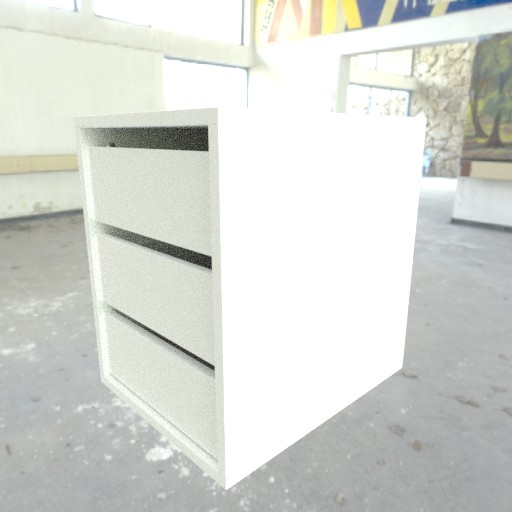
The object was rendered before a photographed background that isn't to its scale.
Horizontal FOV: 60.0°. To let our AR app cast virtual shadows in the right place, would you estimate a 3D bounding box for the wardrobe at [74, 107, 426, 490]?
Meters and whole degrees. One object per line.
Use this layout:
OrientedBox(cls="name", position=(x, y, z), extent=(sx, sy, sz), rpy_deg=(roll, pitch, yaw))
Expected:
OrientedBox(cls="wardrobe", position=(0.000, 0.000, 0.869), extent=(0.500, 0.520, 0.400), rpy_deg=(-14, 21, -42))
